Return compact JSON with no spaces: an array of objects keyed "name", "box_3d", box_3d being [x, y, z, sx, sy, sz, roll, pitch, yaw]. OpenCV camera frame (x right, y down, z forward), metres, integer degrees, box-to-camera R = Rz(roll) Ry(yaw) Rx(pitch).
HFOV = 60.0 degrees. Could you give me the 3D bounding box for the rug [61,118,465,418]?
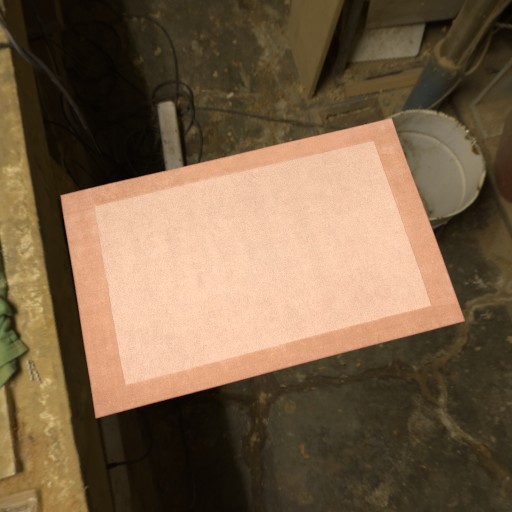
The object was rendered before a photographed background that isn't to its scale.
[{"name":"rug","box_3d":[0.000,0.000,3.000,2.438,0.014,1.524,-14,77,-3]}]
